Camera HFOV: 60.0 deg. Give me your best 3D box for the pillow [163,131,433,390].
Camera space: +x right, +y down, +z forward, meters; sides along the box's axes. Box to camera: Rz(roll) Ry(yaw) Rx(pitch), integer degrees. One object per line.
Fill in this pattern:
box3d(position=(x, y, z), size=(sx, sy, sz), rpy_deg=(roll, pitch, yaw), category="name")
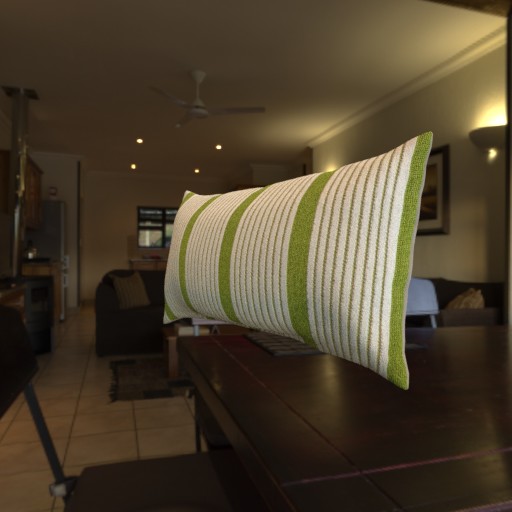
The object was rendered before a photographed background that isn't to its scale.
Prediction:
box3d(position=(0.000, 0.000, 0.732), size=(0.156, 0.292, 0.608), rpy_deg=(0, 0, -36), category="pillow")
